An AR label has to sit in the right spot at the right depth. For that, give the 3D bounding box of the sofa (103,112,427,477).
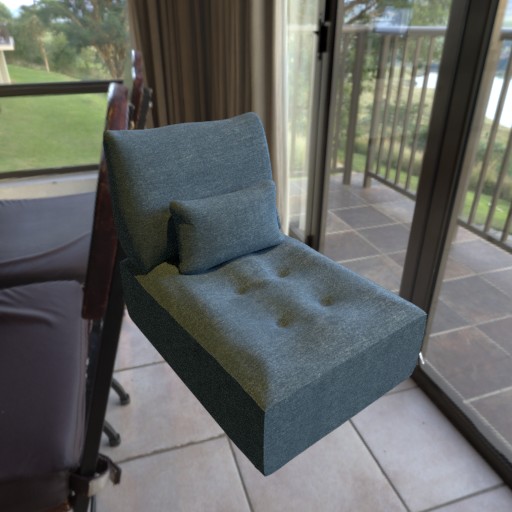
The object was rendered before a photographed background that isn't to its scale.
[{"bbox_3d":[0.000,0.000,1.596,0.700,0.820,1.000,-20,35,-32],"label":"sofa"}]
